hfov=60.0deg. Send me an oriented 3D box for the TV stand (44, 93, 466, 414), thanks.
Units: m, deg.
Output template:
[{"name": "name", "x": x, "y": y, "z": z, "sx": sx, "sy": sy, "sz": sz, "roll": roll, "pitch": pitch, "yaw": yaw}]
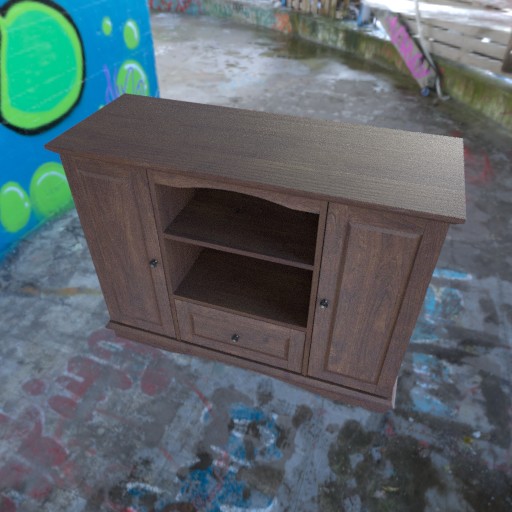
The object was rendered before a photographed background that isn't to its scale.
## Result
[{"name": "TV stand", "x": 0.000, "y": 0.000, "z": 1.468, "sx": 1.067, "sy": 0.813, "sz": 0.406, "roll": 12, "pitch": 42, "yaw": 14}]
